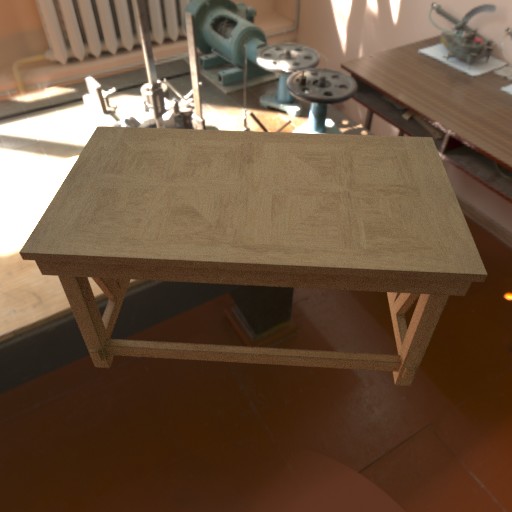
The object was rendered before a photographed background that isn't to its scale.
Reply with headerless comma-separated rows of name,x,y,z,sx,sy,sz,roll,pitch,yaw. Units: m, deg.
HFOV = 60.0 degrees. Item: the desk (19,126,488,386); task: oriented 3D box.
desk,0.000,0.000,1.970,1.499,0.762,0.813,3,46,3
